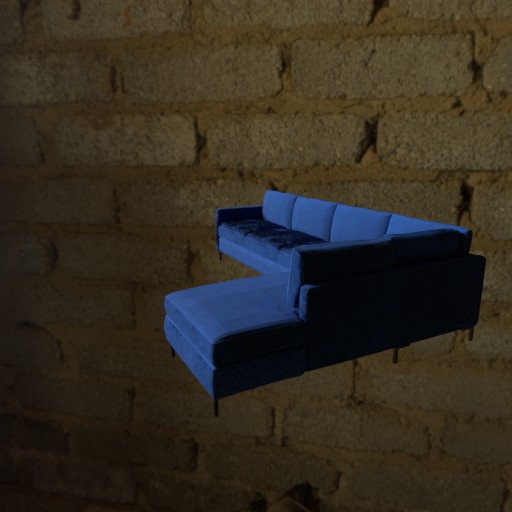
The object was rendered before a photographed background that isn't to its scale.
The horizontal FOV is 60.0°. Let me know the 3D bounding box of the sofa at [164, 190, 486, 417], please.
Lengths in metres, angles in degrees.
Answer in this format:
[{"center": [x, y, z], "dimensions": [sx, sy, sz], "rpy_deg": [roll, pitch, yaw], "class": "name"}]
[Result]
[{"center": [0.000, 0.000, 3.216], "dimensions": [1.707, 0.687, 2.486], "rpy_deg": [-7, 16, -26], "class": "sofa"}]
